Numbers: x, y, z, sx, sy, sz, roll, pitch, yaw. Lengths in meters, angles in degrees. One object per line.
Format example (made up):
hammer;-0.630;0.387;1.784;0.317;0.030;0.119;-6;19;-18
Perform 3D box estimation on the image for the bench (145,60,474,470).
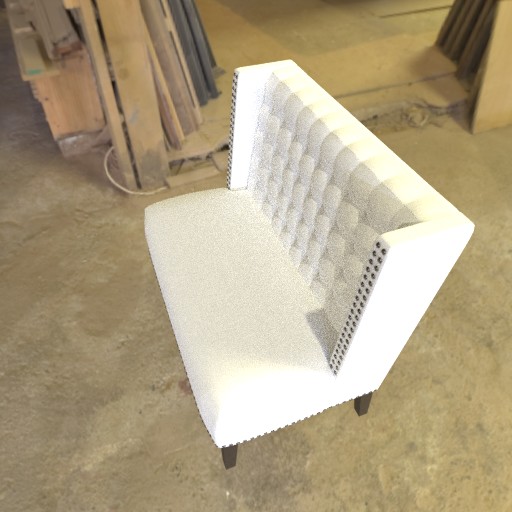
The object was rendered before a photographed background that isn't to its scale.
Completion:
bench;0.000;0.000;1.941;0.847;1.123;1.280;-15;47;-15
